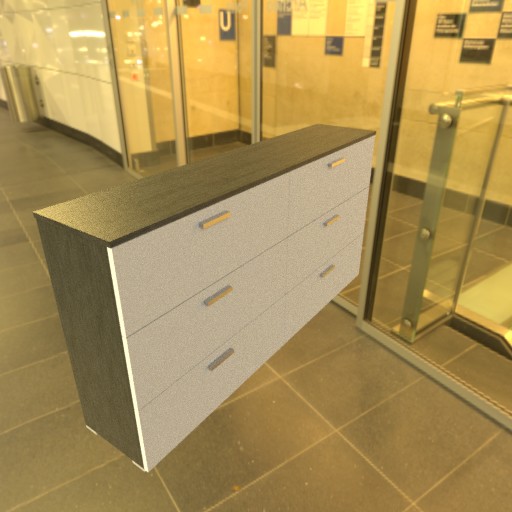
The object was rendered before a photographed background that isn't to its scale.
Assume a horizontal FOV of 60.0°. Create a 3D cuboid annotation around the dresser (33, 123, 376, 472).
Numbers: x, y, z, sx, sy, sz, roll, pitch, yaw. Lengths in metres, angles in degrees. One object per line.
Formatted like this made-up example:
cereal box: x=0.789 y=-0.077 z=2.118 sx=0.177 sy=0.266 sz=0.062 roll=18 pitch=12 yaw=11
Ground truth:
dresser: x=0.000 y=0.000 z=1.808 sx=0.333 sy=0.790 sz=1.535 roll=18 pitch=32 yaw=32
